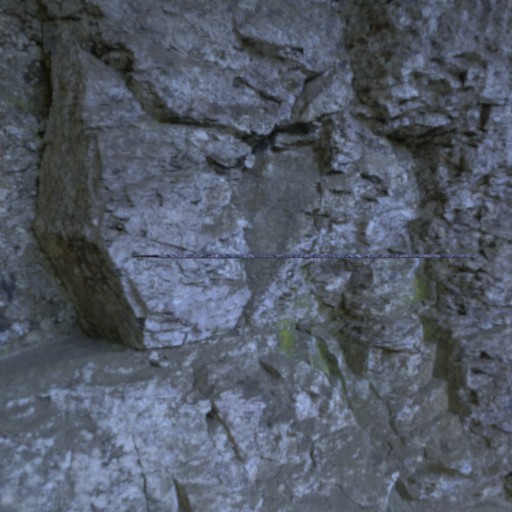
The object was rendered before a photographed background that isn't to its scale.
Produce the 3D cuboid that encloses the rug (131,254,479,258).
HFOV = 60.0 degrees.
[{"bbox_3d":[0.000,0.000,2.255,1.158,0.013,1.752,0,0,-18],"label":"rug"}]
